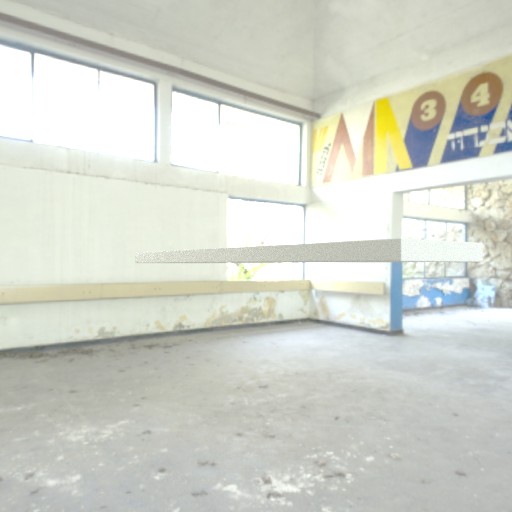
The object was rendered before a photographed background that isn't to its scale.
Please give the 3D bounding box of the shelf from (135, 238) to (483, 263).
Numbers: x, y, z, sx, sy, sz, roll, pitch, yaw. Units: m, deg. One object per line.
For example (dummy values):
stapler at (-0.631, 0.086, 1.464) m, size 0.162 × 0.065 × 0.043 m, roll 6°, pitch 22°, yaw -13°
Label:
shelf at (0.000, 0.000, 0.667) m, size 0.140 × 0.020 × 0.610 m, roll 1°, pitch -1°, yaw -36°
